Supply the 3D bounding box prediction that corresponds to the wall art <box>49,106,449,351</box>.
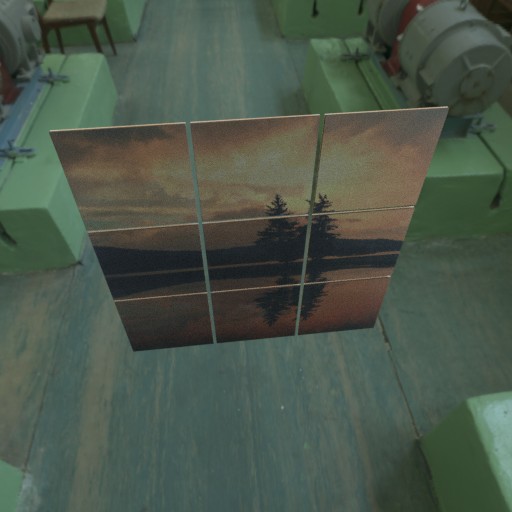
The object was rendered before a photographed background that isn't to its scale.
[{"bbox_3d":[0.000,0.000,1.788,1.216,1.218,0.013,-5,47,-4],"label":"wall art"}]
